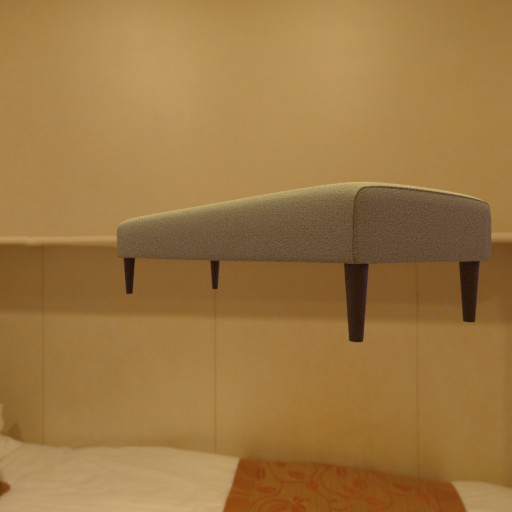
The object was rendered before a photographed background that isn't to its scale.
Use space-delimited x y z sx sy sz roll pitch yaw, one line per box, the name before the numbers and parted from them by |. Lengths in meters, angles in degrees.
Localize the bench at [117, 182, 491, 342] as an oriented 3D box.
bench | 0.000 0.000 1.812 0.646 0.393 1.609 0 0 -36
